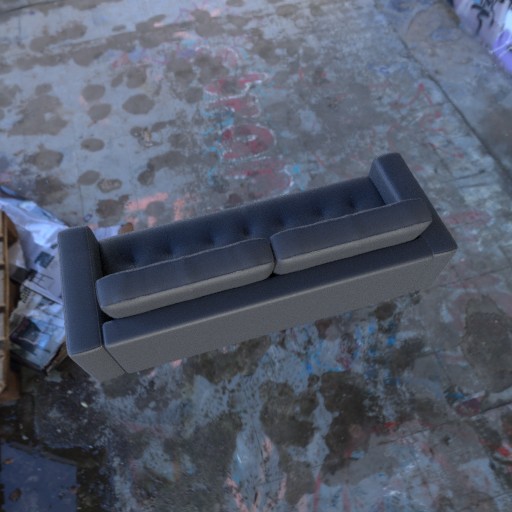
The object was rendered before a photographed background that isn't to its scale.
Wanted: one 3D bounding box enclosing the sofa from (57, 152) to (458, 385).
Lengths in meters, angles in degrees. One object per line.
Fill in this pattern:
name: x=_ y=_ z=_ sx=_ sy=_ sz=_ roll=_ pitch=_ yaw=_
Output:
sofa: x=0.000 y=0.000 z=2.771 sx=2.275 sy=0.893 sz=0.833 roll=-15 pitch=60 yaw=-8
